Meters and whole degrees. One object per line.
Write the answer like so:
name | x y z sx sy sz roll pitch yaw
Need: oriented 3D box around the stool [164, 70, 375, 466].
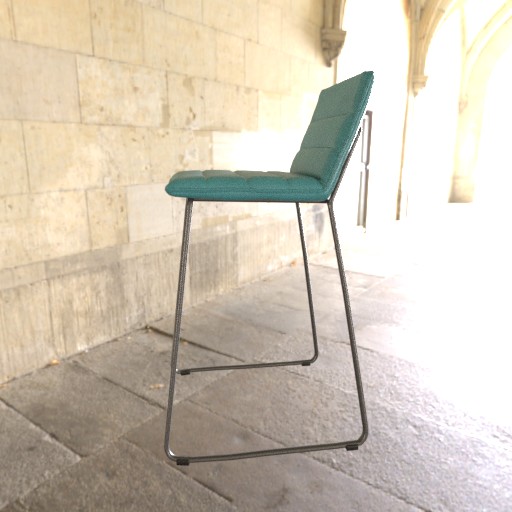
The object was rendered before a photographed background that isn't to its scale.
stool | 0.000 0.000 1.242 0.524 0.936 0.489 -2 14 -8
